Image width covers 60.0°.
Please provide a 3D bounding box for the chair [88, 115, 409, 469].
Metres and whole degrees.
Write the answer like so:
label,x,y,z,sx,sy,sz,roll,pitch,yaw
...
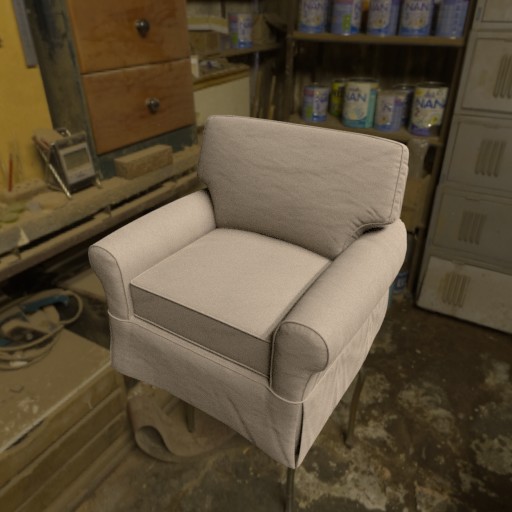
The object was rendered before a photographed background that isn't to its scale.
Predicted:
label,x,y,z,sx,sy,sz,roll,pitch,yaw
chair,0.000,0.000,1.925,1.135,1.017,0.988,18,34,28
